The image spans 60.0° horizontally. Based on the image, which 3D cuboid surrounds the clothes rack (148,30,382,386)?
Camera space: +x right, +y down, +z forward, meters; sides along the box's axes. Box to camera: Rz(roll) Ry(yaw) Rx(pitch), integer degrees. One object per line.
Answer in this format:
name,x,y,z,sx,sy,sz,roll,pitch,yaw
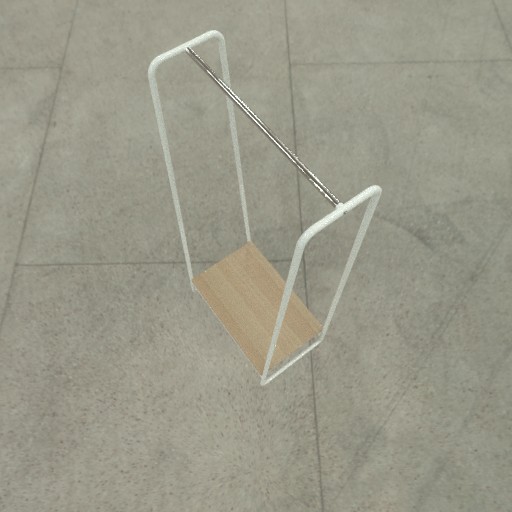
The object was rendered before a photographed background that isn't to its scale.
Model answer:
clothes rack,0.000,0.000,1.717,0.400,1.500,0.640,-34,69,-15
